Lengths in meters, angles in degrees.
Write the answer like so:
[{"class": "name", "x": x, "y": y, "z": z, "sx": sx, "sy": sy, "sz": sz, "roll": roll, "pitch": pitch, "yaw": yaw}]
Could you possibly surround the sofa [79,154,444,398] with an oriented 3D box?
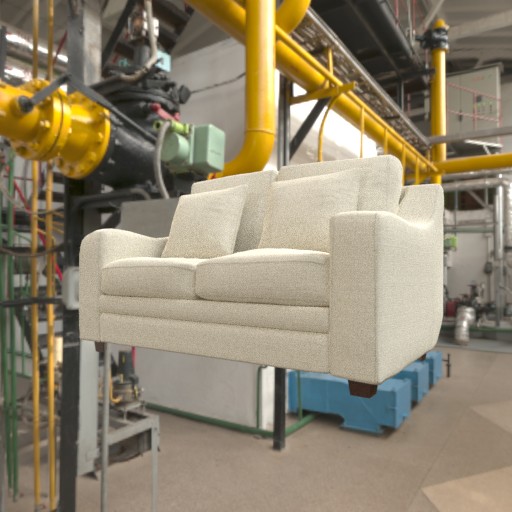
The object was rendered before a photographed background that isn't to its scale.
[{"class": "sofa", "x": 0.000, "y": 0.000, "z": 2.367, "sx": 1.744, "sy": 1.047, "sz": 1.040, "roll": -1, "pitch": -2, "yaw": 34}]
